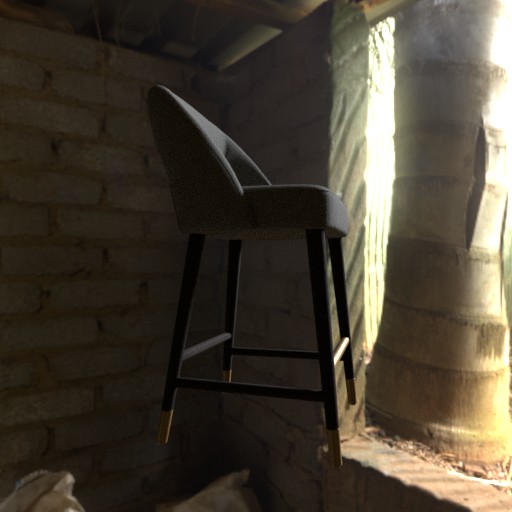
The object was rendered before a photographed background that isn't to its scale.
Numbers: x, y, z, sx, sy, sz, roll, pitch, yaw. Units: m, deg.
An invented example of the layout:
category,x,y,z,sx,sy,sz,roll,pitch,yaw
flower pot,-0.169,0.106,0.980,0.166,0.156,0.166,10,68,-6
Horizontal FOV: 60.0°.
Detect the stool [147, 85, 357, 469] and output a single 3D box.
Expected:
category,x,y,z,sx,sy,sz,roll,pitch,yaw
stool,0.000,0.000,1.253,0.524,0.925,0.536,0,-1,17
